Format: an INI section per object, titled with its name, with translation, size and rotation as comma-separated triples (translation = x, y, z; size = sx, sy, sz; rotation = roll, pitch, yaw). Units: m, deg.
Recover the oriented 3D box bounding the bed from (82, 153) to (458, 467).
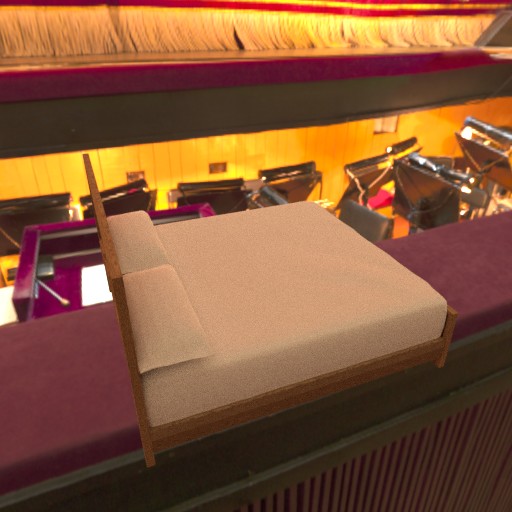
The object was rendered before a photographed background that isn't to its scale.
[bed]
translation = 0.000, 0.000, 3.417
size = 2.184, 1.295, 2.013
rotation = -11, 31, -19
